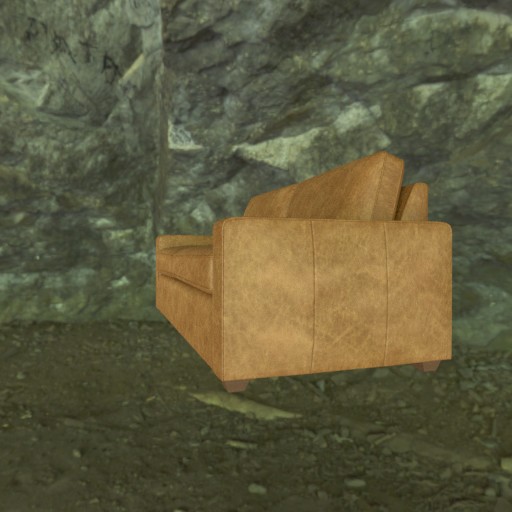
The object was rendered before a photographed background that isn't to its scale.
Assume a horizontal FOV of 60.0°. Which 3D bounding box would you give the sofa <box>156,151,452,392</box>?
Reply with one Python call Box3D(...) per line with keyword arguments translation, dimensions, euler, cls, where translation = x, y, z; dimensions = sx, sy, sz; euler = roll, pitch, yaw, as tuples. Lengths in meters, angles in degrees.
Box3D(translation=(0.000, 0.000, 2.641), dimensions=(0.991, 0.928, 2.156), euler=(0, 1, -19), cls="sofa")
